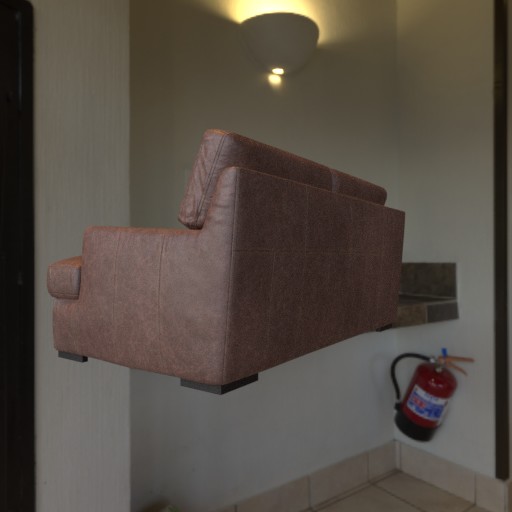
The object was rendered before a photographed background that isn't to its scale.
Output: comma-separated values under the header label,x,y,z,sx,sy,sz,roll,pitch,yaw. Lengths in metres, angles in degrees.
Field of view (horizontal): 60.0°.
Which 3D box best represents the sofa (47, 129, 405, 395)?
label,x,y,z,sx,sy,sz,roll,pitch,yaw
sofa,0.000,0.000,2.479,1.143,0.939,1.880,0,0,35
